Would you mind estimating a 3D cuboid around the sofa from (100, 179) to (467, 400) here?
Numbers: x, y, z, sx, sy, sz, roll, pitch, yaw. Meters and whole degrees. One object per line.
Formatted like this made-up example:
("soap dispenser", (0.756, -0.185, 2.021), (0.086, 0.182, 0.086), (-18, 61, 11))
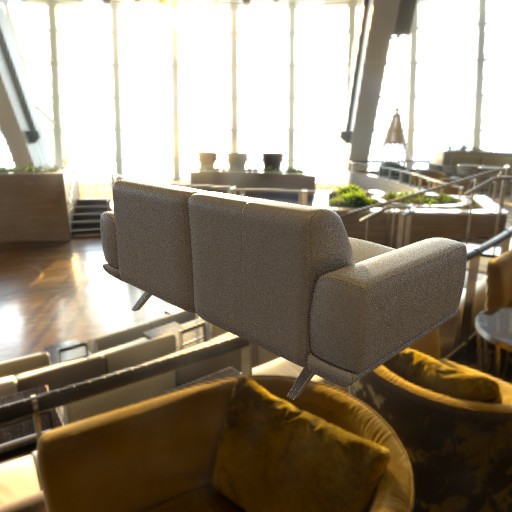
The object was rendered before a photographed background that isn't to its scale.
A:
("sofa", (0.000, 0.000, 2.400), (0.900, 0.772, 1.901), (-15, 21, -42))
